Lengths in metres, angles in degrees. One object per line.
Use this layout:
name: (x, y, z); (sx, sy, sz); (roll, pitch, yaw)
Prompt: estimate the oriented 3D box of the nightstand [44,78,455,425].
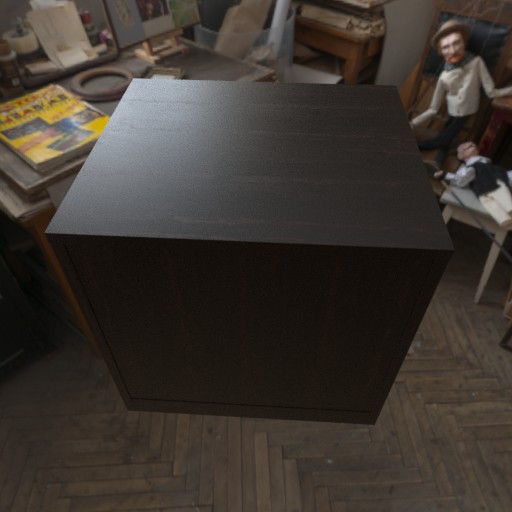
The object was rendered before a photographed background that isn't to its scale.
nightstand: (0.000, 0.000, 0.847); (0.489, 0.487, 0.427); (2, 46, 2)
